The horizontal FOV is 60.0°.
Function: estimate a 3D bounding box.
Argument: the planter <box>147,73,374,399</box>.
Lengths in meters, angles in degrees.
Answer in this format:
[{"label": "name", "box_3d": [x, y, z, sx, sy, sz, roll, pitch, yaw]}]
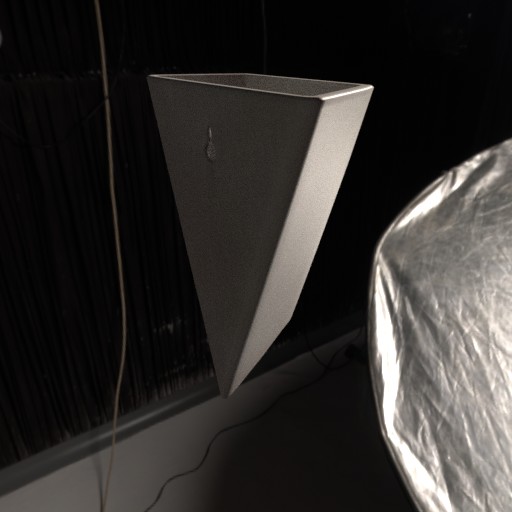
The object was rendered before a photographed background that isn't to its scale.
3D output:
[{"label": "planter", "box_3d": [0.000, 0.000, 0.268, 0.060, 0.197, 0.150, -17, 31, -32]}]
